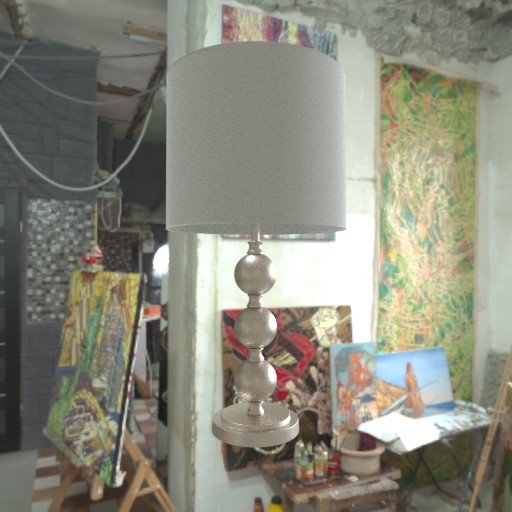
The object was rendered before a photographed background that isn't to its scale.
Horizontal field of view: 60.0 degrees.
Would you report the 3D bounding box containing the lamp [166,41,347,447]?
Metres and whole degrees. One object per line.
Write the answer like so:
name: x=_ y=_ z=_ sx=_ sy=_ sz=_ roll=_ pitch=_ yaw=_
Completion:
lamp: x=0.000 y=0.000 z=0.691 sx=0.277 sy=0.538 sz=0.277 roll=0 pitch=0 yaw=37
